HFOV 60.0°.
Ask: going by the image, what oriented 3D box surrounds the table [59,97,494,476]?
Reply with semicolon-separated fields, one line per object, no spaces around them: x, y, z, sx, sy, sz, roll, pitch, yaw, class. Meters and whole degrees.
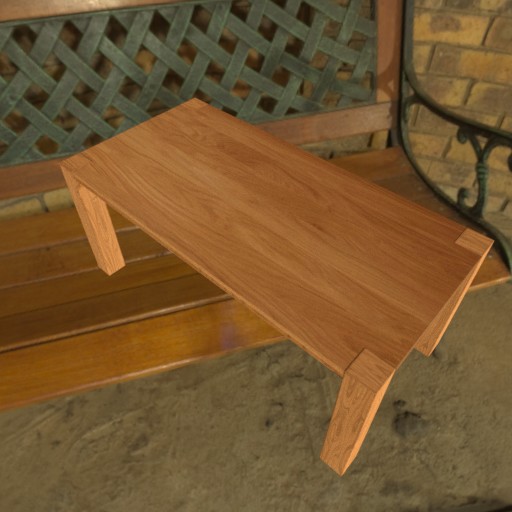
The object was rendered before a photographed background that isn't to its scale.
0.000;0.000;2.262;1.800;0.760;0.900;33;55;28;table
